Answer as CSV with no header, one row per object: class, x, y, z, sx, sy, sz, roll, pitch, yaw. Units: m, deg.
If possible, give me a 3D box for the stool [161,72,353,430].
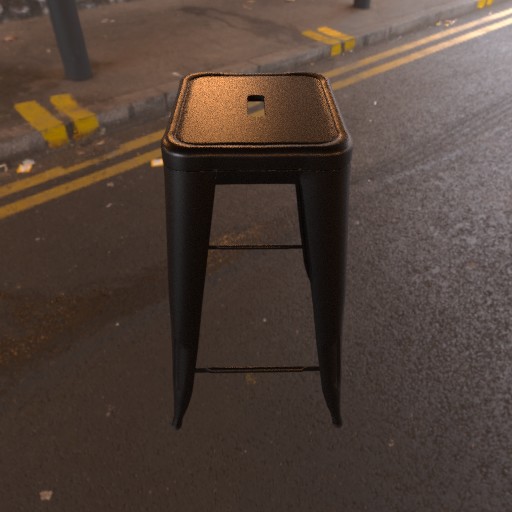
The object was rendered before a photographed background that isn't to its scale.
stool,0.000,0.000,0.866,0.359,0.609,0.399,-1,41,-1
